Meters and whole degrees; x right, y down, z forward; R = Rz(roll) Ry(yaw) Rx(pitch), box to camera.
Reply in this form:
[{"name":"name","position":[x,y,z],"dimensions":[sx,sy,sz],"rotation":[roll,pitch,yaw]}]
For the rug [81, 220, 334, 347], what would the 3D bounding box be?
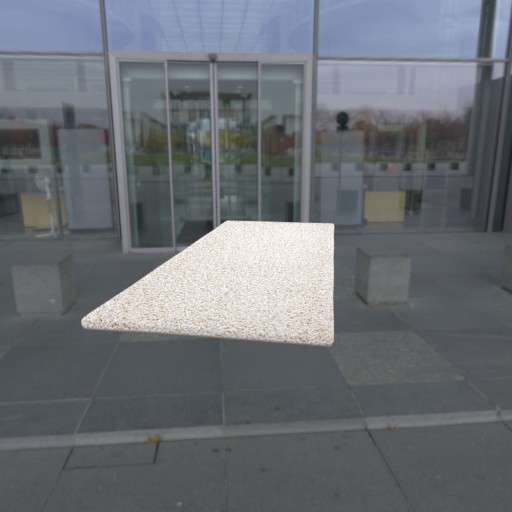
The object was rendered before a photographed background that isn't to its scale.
[{"name":"rug","position":[0.000,0.000,1.755],"dimensions":[0.609,0.030,1.524],"rotation":[2,14,9]}]
